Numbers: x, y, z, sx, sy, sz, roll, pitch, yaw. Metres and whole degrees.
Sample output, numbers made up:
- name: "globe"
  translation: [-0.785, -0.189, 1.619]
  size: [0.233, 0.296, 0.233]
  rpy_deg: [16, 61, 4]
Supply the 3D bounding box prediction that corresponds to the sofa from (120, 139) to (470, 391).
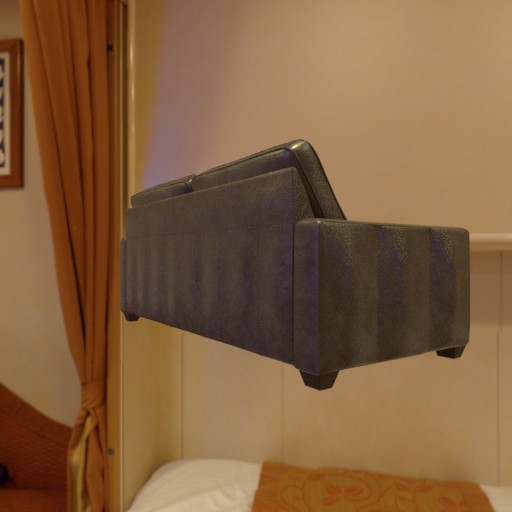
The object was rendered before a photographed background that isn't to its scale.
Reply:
- name: "sofa"
  translation: [0.000, 0.000, 2.571]
  size: [0.939, 0.916, 2.081]
  rpy_deg: [0, 0, -35]
